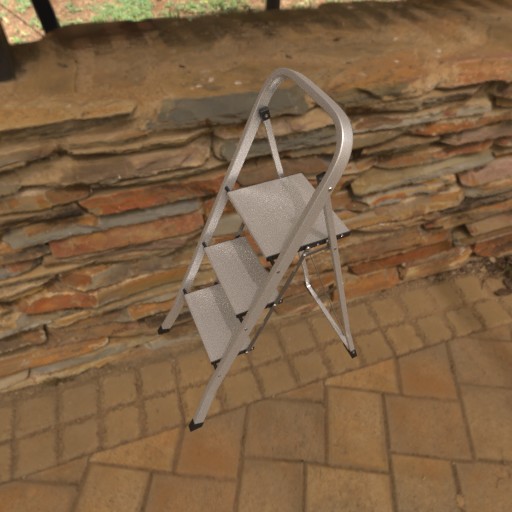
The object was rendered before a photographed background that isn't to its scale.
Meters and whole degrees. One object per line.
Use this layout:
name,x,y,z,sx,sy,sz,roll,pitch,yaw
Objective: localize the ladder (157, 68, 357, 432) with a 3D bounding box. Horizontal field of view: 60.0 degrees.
ladder,0.000,0.000,1.423,0.704,1.070,0.465,-17,49,-16
